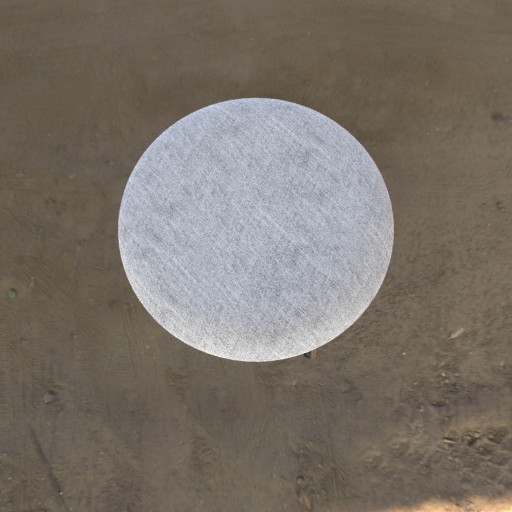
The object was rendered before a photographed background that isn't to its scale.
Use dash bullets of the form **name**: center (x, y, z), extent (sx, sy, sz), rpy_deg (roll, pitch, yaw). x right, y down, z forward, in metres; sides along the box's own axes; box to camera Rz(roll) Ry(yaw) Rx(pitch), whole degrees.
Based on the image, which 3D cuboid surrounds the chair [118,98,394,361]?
- **chair**: center (0.000, 0.000, 0.653), extent (0.350, 0.386, 0.350), rpy_deg (-35, 78, -8)
